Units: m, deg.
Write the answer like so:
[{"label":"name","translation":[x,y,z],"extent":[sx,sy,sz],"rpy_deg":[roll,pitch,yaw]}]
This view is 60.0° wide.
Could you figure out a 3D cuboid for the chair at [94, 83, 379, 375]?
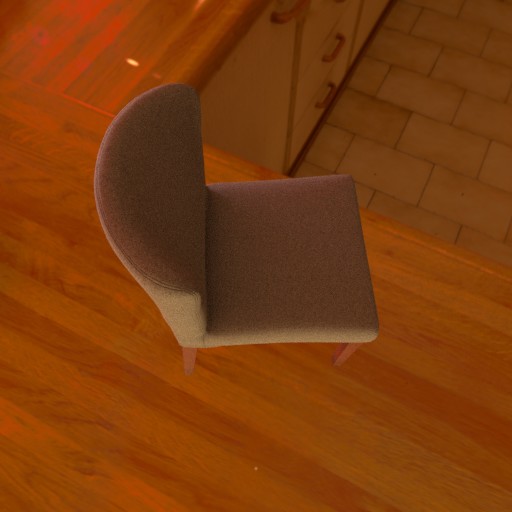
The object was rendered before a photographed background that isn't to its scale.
[{"label":"chair","translation":[0.000,0.000,1.184],"extent":[0.592,0.839,0.491],"rpy_deg":[-3,64,-1]}]
